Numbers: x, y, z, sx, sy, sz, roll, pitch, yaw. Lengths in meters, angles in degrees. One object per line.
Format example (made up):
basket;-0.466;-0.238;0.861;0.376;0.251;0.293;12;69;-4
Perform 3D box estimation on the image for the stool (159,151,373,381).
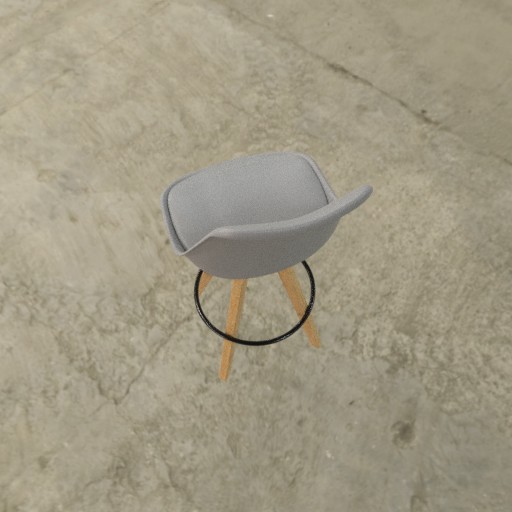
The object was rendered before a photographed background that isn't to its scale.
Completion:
stool;0.000;0.000;1.403;0.485;1.115;0.550;-17;61;-10
